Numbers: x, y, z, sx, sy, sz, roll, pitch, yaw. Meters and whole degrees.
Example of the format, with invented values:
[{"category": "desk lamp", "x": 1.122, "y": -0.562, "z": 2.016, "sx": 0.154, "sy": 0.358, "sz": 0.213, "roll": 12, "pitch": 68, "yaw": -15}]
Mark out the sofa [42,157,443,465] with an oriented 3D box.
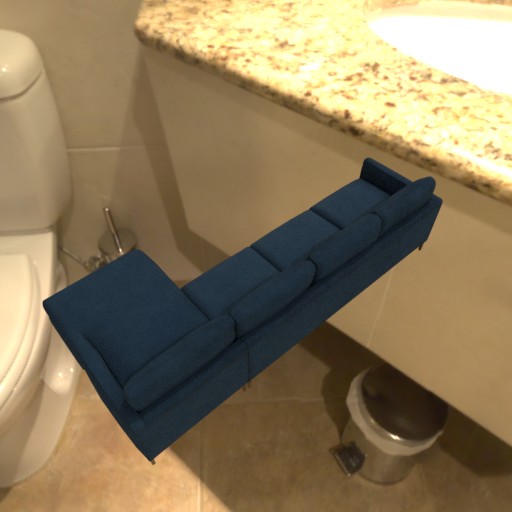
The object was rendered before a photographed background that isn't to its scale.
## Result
[{"category": "sofa", "x": 0.000, "y": 0.000, "z": 3.451, "sx": 2.932, "sy": 0.810, "sz": 1.350, "roll": -33, "pitch": 56, "yaw": -26}]
